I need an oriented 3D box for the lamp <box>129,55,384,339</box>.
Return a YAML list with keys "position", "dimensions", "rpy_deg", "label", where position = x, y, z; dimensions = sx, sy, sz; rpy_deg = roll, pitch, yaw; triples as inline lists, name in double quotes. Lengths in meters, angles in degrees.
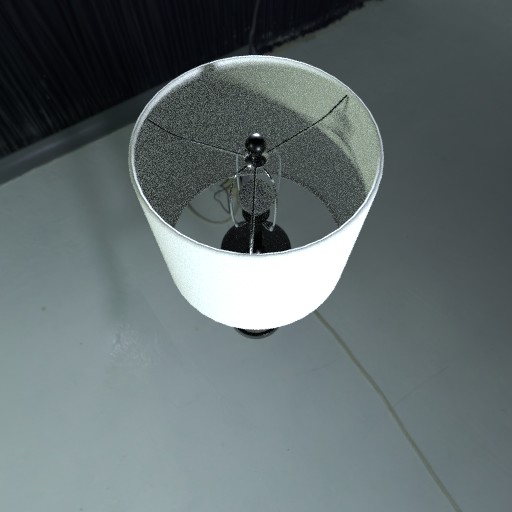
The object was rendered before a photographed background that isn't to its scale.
- position: [0.000, 0.000, 0.806]
  dimensions: [0.305, 0.634, 0.305]
  rpy_deg: [-35, 69, -16]
  label: "lamp"
